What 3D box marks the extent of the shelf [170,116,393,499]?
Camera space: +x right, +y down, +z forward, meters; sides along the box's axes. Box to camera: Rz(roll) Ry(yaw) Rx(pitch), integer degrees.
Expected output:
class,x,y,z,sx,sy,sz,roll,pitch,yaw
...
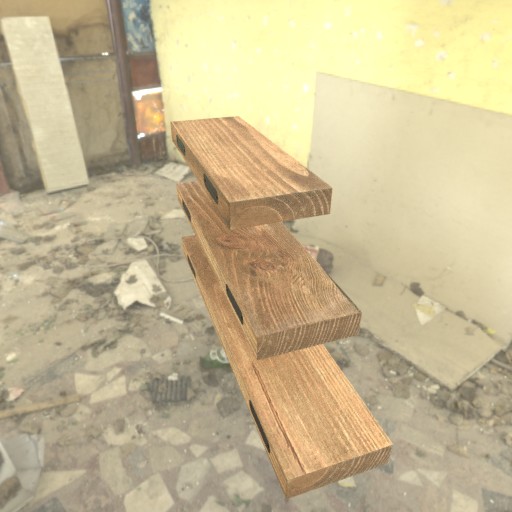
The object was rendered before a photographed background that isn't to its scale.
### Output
class,x,y,z,sx,sy,sz,roll,pitch,yaw
shelf,0.000,0.000,0.709,0.140,0.293,0.610,-10,32,-17
